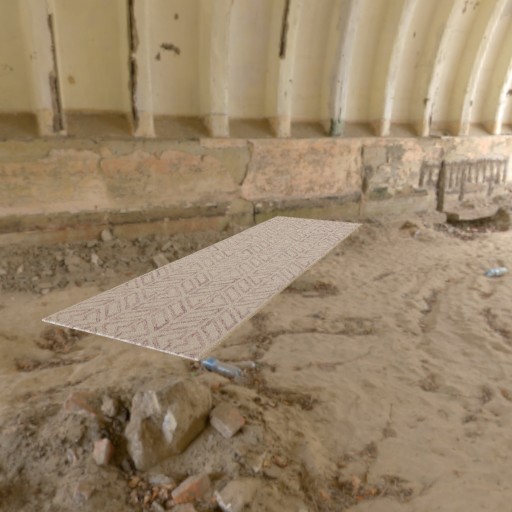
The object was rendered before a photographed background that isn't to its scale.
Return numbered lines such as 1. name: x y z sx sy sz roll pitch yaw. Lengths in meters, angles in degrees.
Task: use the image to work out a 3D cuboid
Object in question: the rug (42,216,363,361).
1. rug: 0.000 0.000 2.684 0.750 0.009 2.435 8 18 25
